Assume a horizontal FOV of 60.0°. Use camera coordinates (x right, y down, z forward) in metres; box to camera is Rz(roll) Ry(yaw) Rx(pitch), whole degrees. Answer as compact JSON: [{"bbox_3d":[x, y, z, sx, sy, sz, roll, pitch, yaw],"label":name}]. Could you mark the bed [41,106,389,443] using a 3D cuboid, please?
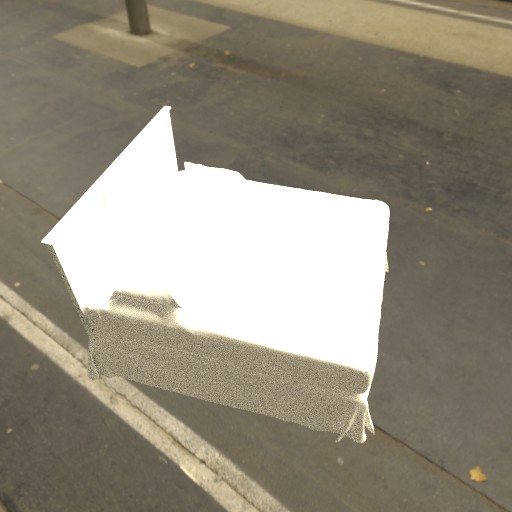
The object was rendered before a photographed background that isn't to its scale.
[{"bbox_3d":[0.000,0.000,3.220,2.047,1.269,1.876,11,46,11],"label":"bed"}]
